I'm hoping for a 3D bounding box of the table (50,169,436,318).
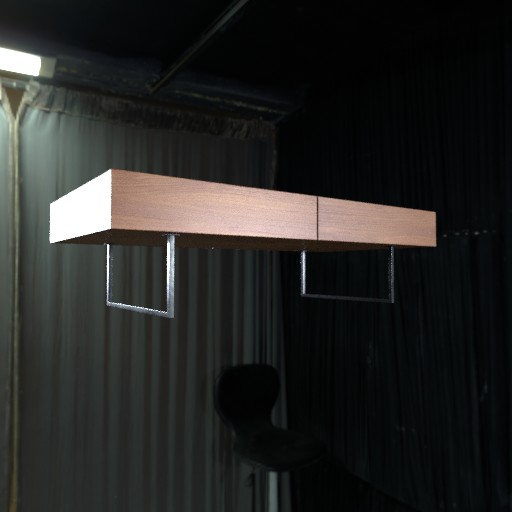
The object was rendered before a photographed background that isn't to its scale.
[{"bbox_3d":[0.000,0.000,1.527,1.194,0.330,0.610,1,-2,-36],"label":"table"}]
